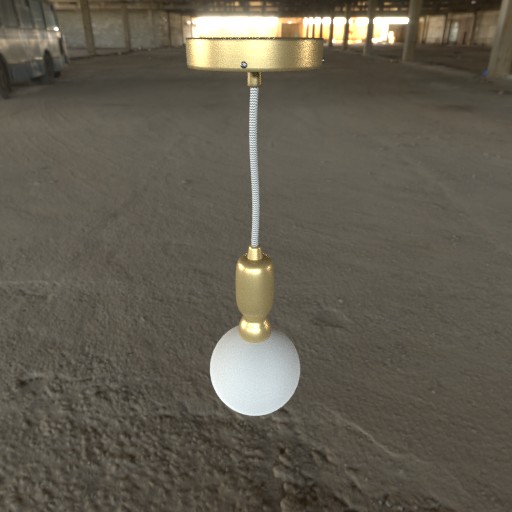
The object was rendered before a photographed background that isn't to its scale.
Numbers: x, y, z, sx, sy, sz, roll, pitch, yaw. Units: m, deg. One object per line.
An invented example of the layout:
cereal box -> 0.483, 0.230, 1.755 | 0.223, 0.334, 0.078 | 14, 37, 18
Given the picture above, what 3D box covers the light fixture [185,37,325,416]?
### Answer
light fixture -> 0.000, 0.000, 0.577 | 0.146, 0.510, 0.147 | 0, 27, 0
